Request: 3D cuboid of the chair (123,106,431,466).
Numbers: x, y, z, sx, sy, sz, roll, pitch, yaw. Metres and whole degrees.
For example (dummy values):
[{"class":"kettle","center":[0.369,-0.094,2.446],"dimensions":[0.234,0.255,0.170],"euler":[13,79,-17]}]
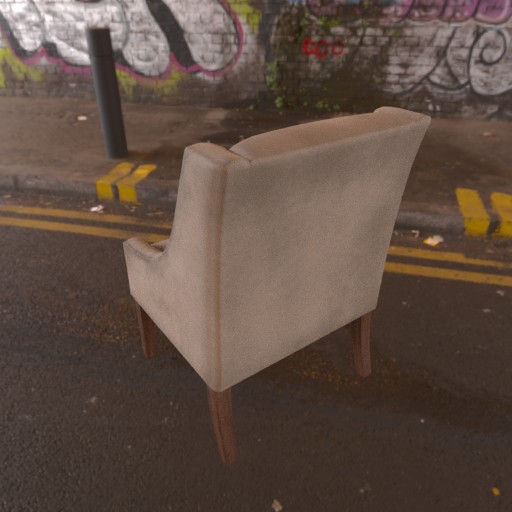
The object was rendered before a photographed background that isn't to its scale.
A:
[{"class":"chair","center":[0.000,0.000,1.353],"dimensions":[0.629,0.895,0.629],"euler":[-21,36,-31]}]
